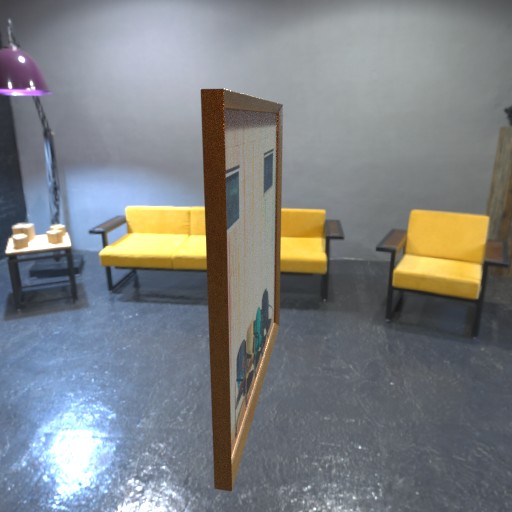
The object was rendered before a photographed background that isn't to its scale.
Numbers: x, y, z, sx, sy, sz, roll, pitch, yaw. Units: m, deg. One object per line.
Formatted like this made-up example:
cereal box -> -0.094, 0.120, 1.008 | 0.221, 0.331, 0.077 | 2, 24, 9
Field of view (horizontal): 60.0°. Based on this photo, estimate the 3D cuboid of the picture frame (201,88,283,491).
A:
picture frame -> 0.000, 0.000, 1.140 | 0.037, 0.761, 0.758 | 3, 17, 10
